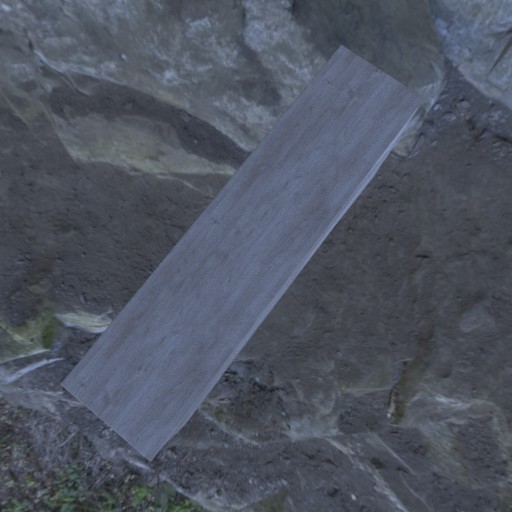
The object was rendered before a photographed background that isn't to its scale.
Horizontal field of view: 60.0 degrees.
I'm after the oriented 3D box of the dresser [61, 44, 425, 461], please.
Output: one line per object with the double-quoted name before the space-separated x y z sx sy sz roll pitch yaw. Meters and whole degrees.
"dresser" 0.000 0.000 1.932 0.390 0.795 1.590 36 80 8
